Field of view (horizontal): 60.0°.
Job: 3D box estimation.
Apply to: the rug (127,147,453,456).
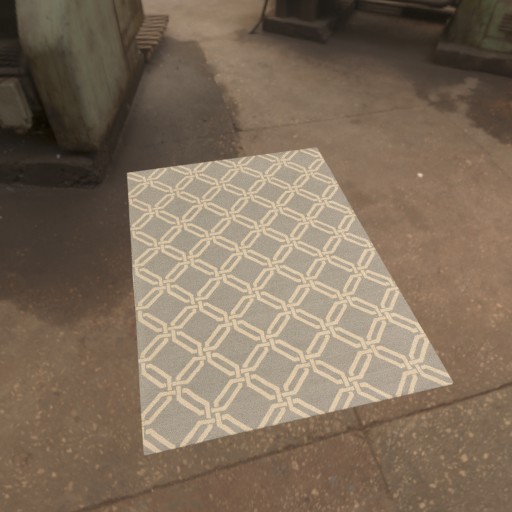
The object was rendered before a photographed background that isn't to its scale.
[{"bbox_3d":[0.000,0.000,2.788,1.522,0.013,2.133,-10,48,-9],"label":"rug"}]
